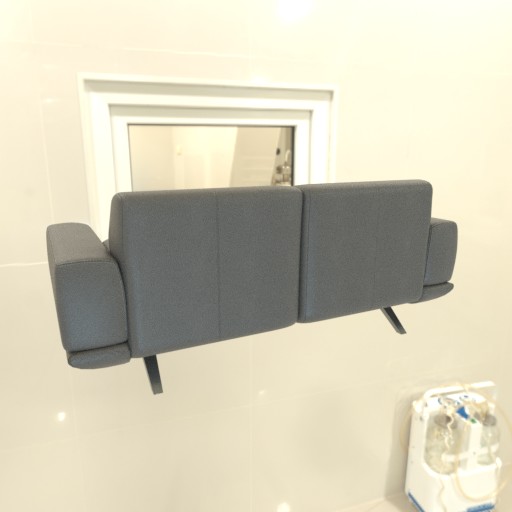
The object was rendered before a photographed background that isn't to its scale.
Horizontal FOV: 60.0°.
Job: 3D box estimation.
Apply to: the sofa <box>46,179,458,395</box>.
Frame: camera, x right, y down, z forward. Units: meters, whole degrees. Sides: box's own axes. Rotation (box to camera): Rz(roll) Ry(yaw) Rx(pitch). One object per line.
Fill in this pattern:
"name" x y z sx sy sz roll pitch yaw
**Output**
"sofa" 0.000 0.000 2.254 1.901 0.772 0.900 -7 15 -26
